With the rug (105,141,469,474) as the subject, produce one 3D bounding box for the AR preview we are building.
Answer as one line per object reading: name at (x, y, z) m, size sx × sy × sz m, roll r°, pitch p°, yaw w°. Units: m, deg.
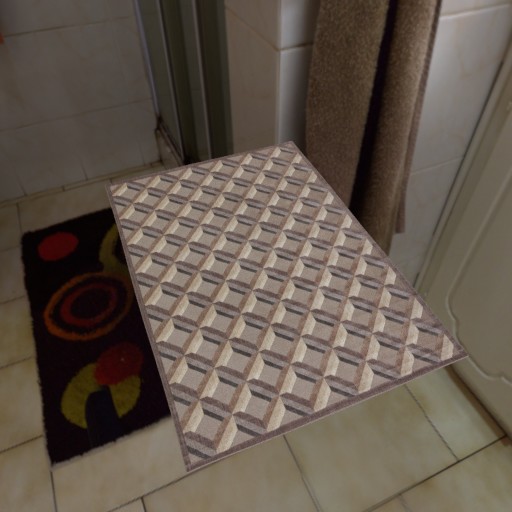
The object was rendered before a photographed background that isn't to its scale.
rug at (0.000, 0.000, 2.922) m, size 1.600 × 0.013 × 2.260 m, roll -17°, pitch 50°, yaw -15°
